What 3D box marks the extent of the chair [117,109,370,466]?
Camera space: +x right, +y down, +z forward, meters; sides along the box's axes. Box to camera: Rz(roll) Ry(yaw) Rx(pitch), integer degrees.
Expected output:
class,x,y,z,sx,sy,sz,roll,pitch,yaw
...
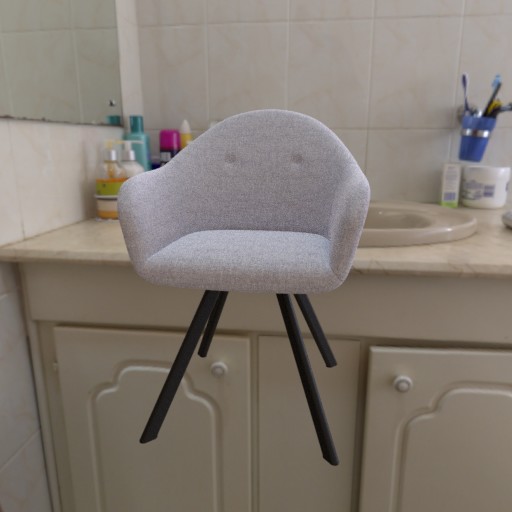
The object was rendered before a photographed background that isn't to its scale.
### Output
class,x,y,z,sx,sy,sz,roll,pitch,yaw
chair,0.000,0.000,1.176,0.540,0.780,0.570,2,14,9
